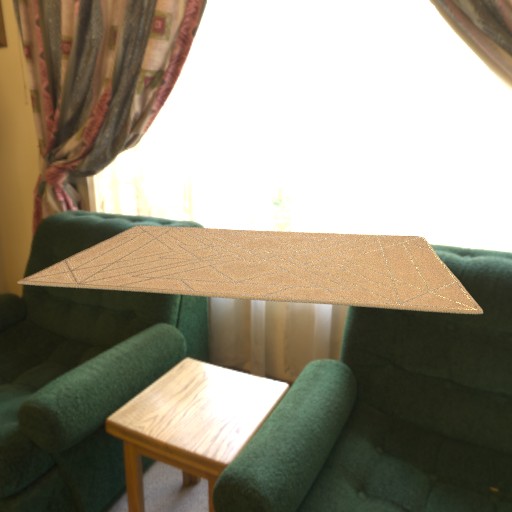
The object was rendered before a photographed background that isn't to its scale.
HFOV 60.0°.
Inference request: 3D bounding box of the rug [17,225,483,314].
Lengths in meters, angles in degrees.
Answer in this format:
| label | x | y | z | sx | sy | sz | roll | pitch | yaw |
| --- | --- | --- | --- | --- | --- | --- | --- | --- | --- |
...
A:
| label | x | y | z | sx | sy | sz | roll | pitch | yaw |
| --- | --- | --- | --- | --- | --- | --- | --- | --- | --- |
| rug | 0.000 | 0.000 | 3.027 | 2.459 | 0.023 | 1.575 | 3 | 16 | 10 |
